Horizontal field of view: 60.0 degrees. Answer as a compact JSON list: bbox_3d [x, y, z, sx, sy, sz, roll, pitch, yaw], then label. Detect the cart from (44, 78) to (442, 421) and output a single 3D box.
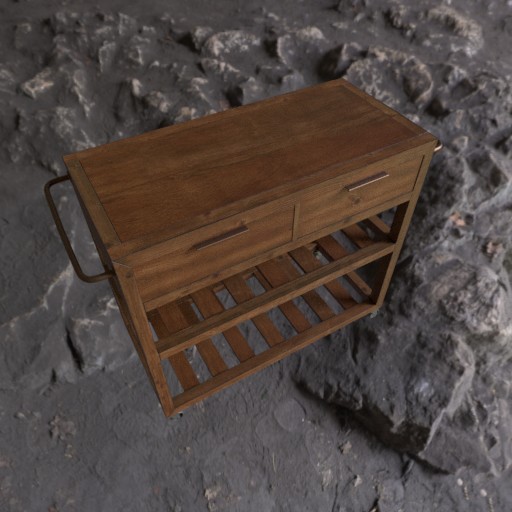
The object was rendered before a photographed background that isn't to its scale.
[{"bbox_3d":[0.000,0.000,1.480,1.065,0.830,0.445,-23,51,-20],"label":"cart"}]
